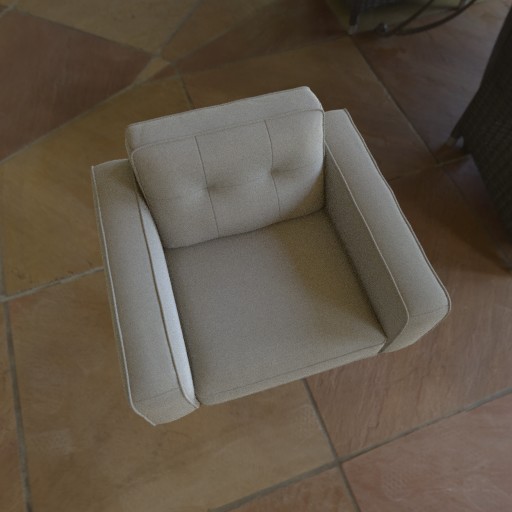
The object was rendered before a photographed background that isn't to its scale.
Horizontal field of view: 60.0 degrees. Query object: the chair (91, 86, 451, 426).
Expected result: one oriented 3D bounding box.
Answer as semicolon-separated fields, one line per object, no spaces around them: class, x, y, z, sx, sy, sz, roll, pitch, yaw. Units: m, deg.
chair;0.000;0.000;1.738;1.115;0.779;0.953;-15;63;-8
